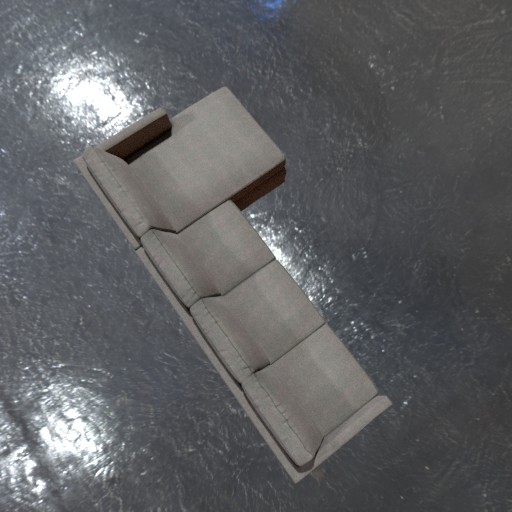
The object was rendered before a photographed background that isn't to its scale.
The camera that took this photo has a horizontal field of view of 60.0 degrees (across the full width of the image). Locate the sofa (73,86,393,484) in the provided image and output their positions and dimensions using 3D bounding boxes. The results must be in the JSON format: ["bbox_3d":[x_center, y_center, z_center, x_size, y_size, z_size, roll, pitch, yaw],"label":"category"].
[{"bbox_3d":[0.000,0.000,3.893,1.650,0.922,3.205,-35,77,-9],"label":"sofa"}]
